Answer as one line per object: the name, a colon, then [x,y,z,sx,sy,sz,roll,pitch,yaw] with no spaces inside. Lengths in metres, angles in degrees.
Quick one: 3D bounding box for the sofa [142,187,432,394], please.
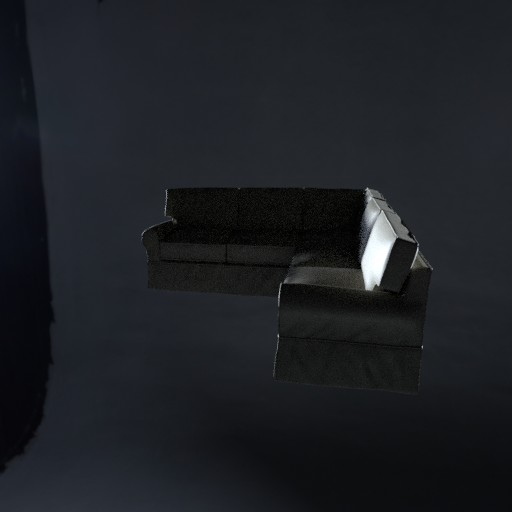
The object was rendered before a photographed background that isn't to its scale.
sofa: [0.000,0.000,4.178,2.618,1.081,2.623,3,15,9]
